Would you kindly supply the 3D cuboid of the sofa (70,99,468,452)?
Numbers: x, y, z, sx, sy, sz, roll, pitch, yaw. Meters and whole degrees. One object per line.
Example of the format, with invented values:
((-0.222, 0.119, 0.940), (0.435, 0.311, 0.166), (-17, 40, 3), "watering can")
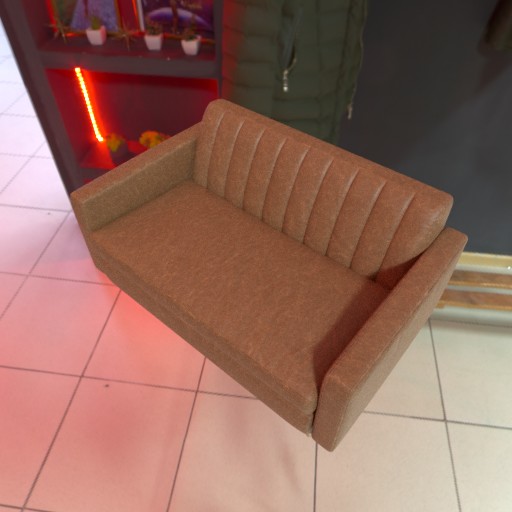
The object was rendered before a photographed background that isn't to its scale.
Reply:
((0.000, 0.000, 2.099), (1.549, 0.820, 0.960), (31, 54, 27), "sofa")
